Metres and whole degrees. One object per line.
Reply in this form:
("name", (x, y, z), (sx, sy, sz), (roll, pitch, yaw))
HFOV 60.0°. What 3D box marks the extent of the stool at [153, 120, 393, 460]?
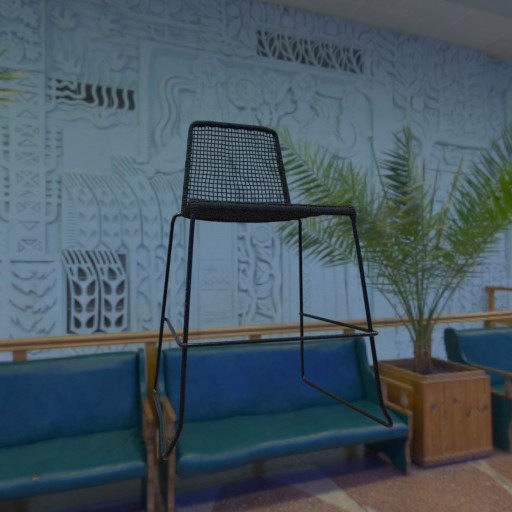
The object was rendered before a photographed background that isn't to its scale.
("stool", (0.000, 0.000, 1.290), (0.590, 0.905, 0.509), (0, 0, -18))
